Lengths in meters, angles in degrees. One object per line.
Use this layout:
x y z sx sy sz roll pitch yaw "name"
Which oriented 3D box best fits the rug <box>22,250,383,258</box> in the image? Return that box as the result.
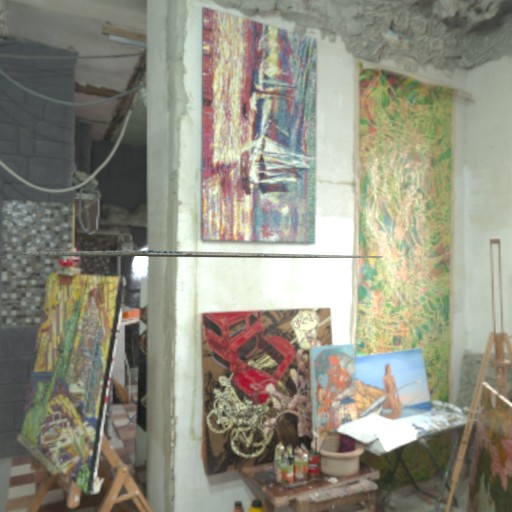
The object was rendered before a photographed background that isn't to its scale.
0.000 0.000 2.681 0.770 0.013 2.434 0 -1 34 "rug"
